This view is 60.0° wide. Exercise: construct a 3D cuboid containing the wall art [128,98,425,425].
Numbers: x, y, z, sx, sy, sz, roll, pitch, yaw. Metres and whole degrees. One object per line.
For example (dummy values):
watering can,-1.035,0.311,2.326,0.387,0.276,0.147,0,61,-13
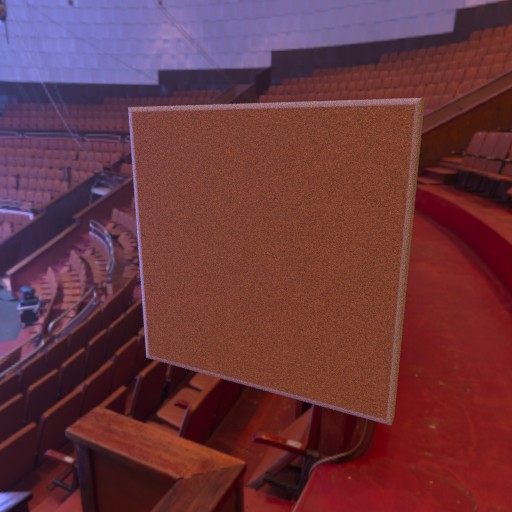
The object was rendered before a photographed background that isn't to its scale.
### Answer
wall art,0.000,0.000,1.176,0.768,0.765,0.041,8,17,26
